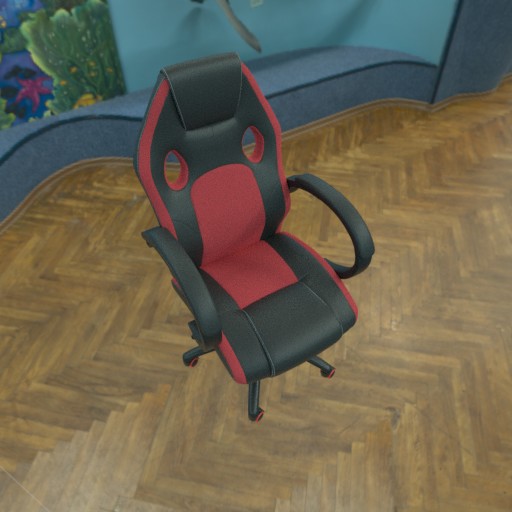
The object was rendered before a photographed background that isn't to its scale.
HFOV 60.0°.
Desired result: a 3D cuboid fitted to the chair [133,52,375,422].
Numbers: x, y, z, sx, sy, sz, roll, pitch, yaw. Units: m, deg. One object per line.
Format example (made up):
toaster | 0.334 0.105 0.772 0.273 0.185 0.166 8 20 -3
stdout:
chair | 0.000 0.000 1.595 0.673 1.187 0.724 -24 50 -22
